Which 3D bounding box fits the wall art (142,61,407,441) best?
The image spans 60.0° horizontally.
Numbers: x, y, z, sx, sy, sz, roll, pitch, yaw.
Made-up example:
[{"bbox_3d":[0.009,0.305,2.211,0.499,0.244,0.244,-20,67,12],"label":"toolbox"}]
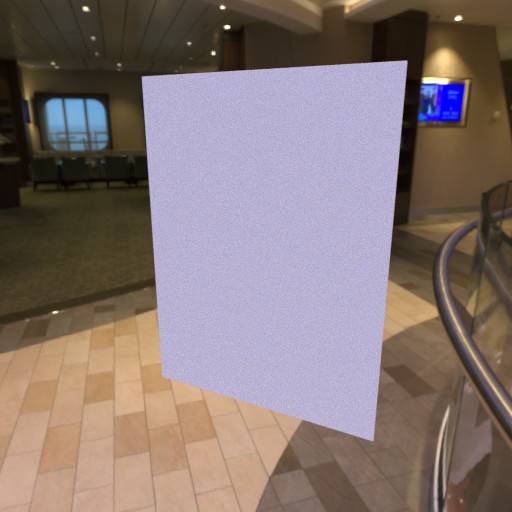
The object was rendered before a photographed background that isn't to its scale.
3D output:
[{"bbox_3d":[0.000,0.000,0.783,0.457,0.610,0.003,8,18,26],"label":"wall art"}]
